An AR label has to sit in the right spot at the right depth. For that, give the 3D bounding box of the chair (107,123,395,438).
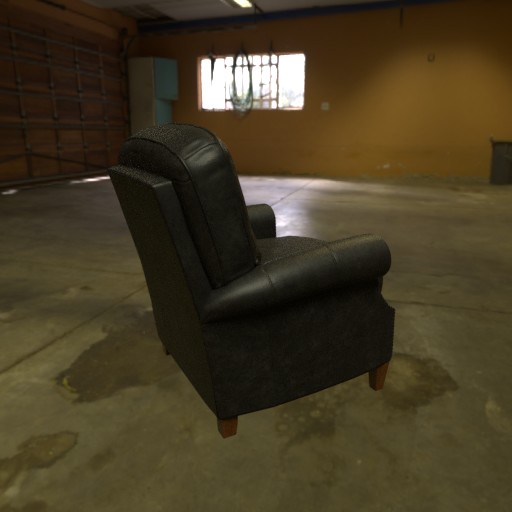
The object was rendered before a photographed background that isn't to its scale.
[{"bbox_3d":[0.000,0.000,1.779,0.986,1.018,0.936,-8,18,-27],"label":"chair"}]
